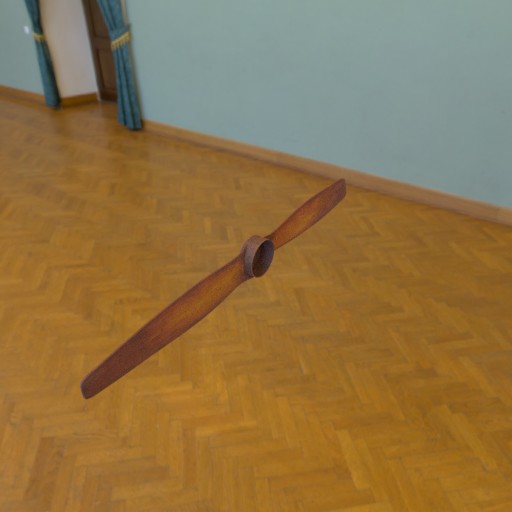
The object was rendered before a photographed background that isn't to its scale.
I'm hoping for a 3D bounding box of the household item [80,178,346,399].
[{"bbox_3d":[0.000,0.000,1.262,0.051,0.121,1.181,20,38,29],"label":"household item"}]
